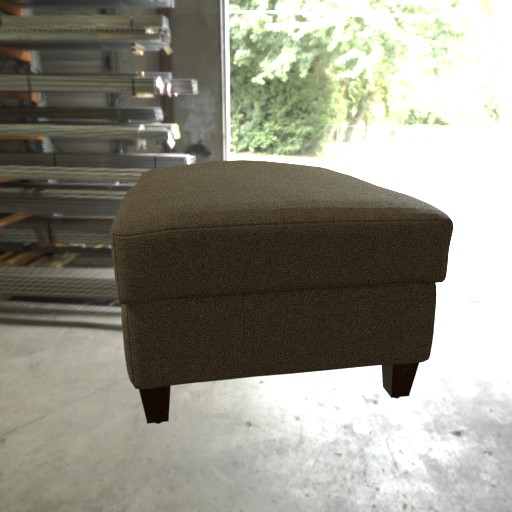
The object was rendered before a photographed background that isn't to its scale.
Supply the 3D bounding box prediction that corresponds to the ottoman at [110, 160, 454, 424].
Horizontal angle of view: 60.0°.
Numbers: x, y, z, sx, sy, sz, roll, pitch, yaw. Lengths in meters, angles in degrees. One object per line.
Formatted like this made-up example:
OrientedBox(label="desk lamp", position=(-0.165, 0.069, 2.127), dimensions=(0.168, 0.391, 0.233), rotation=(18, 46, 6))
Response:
OrientedBox(label="ottoman", position=(0.000, 0.000, 1.295), dimensions=(0.692, 0.511, 0.889), rotation=(-3, 18, -9))
